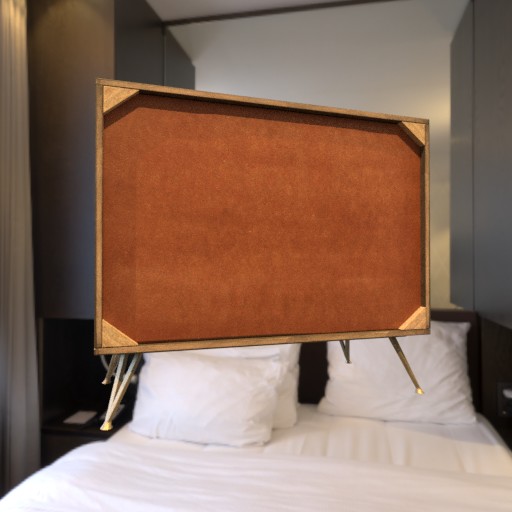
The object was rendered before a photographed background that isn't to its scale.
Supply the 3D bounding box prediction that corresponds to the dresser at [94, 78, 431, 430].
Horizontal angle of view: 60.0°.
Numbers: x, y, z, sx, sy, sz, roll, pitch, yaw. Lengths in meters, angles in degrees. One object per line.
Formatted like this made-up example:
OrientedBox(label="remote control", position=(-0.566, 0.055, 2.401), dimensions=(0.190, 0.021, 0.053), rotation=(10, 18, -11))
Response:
OrientedBox(label="dresser", position=(0.000, 0.000, 1.364), dimensions=(0.923, 0.801, 0.453), rotation=(0, -1, -19))
